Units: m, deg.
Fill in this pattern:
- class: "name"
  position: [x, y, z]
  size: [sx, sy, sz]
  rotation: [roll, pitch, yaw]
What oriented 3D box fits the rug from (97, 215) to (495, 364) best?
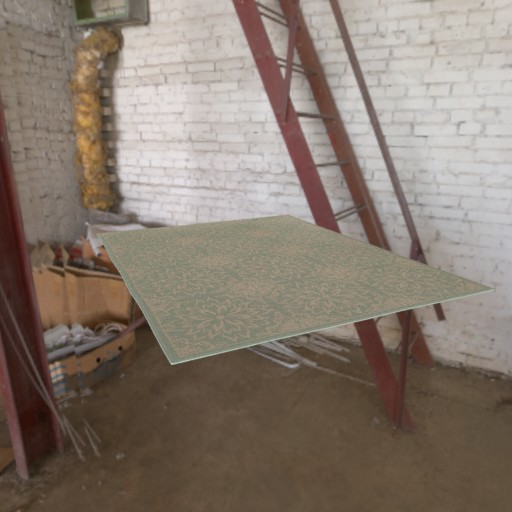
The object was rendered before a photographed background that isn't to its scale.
- class: "rug"
  position: [0.000, 0.000, 3.959]
  size: [2.363, 0.012, 2.980]
  rotation: [-8, 18, -25]
